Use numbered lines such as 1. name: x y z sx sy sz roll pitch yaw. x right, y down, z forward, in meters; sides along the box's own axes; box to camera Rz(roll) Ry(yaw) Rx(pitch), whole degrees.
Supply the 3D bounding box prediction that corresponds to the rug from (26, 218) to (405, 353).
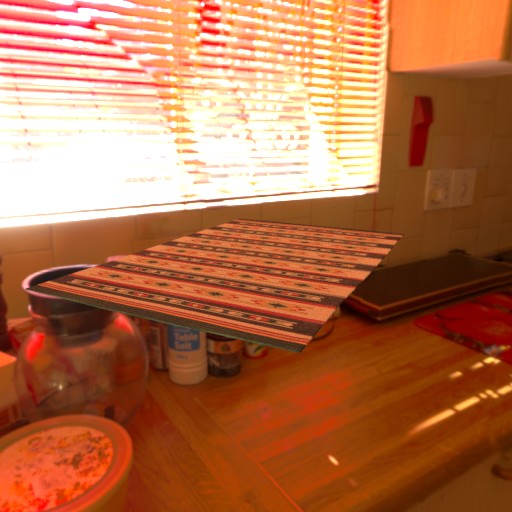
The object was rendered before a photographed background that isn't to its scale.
1. rug: 0.000 0.000 2.341 1.221 0.009 1.825 8 17 26
